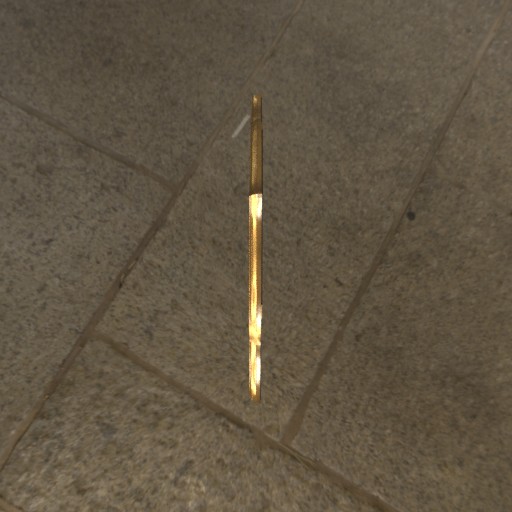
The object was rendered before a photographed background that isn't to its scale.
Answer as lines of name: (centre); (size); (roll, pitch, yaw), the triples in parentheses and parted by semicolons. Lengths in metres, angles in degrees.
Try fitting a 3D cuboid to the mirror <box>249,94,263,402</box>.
mirror: (0.000, 0.000, 0.847); (0.018, 0.635, 0.513); (0, 76, 0)
